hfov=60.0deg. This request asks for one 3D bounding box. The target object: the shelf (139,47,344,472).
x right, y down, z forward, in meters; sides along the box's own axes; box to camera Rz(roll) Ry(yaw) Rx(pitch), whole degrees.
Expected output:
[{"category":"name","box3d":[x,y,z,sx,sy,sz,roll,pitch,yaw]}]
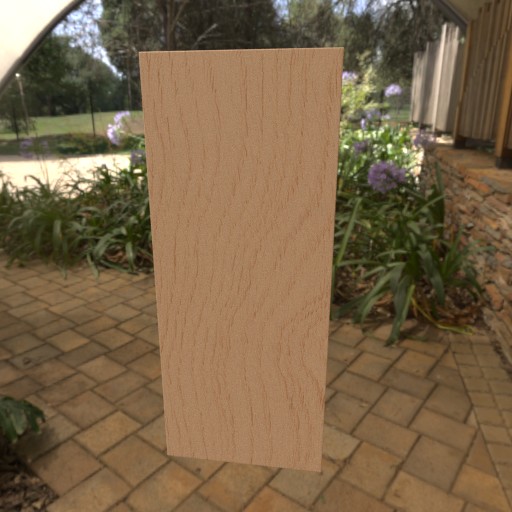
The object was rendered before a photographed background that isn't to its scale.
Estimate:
[{"category":"shelf","box3d":[0.000,0.000,0.751,0.250,0.600,0.290,3,17,8]}]
